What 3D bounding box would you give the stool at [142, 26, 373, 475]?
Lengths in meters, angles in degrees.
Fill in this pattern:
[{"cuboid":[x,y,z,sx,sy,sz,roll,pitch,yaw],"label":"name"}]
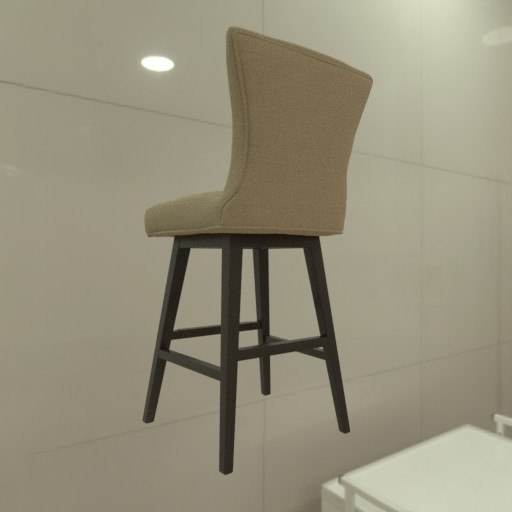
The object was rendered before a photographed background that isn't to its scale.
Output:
[{"cuboid":[0.000,0.000,1.373,0.514,1.086,0.574,0,0,-36],"label":"stool"}]
